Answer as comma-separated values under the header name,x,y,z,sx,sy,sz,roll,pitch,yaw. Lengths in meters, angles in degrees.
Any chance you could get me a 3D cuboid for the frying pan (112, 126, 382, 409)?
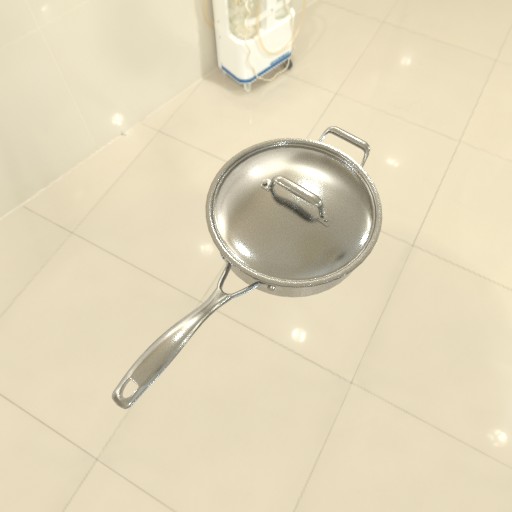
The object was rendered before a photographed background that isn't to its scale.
name,x,y,z,sx,sy,sz,roll,pitch,yaw
frying pan,0.000,0.000,0.595,0.245,0.111,0.492,33,68,15
